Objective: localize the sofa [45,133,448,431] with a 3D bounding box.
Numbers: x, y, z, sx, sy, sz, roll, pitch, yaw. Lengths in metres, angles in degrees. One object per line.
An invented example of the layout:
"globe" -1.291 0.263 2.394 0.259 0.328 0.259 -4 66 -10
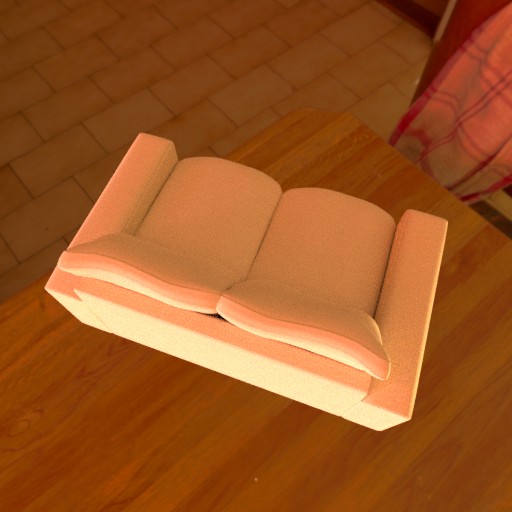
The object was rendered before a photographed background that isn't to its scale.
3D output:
"sofa" 0.000 0.000 2.277 1.754 0.875 1.091 18 65 9
